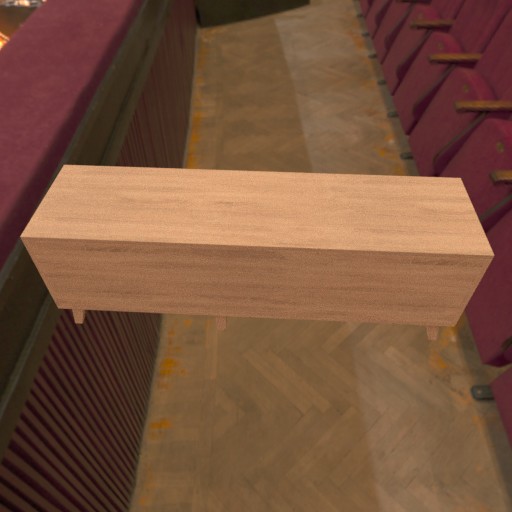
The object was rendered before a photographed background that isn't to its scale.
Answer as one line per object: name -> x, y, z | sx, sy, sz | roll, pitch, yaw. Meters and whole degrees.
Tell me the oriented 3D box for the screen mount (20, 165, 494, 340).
screen mount -> 0.000, 0.000, 1.721 | 1.500, 0.510, 0.400 | 2, 46, 2
